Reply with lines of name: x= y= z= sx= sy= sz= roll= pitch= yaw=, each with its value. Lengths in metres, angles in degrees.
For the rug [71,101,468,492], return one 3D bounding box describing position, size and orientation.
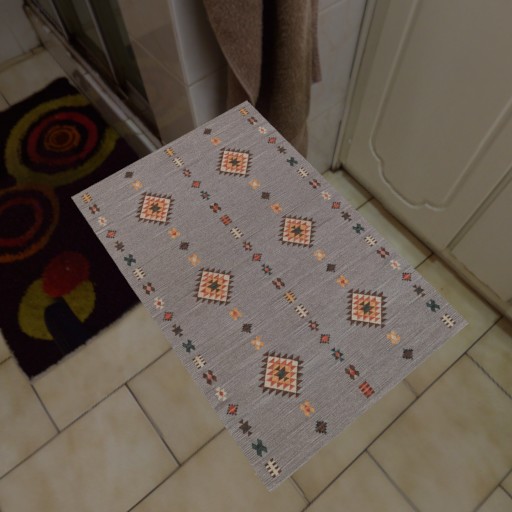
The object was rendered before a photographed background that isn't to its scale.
rug: x=0.000 y=0.000 z=2.314 sx=1.217 sy=0.005 sz=1.818 roll=-34 pitch=68 yaw=-15
